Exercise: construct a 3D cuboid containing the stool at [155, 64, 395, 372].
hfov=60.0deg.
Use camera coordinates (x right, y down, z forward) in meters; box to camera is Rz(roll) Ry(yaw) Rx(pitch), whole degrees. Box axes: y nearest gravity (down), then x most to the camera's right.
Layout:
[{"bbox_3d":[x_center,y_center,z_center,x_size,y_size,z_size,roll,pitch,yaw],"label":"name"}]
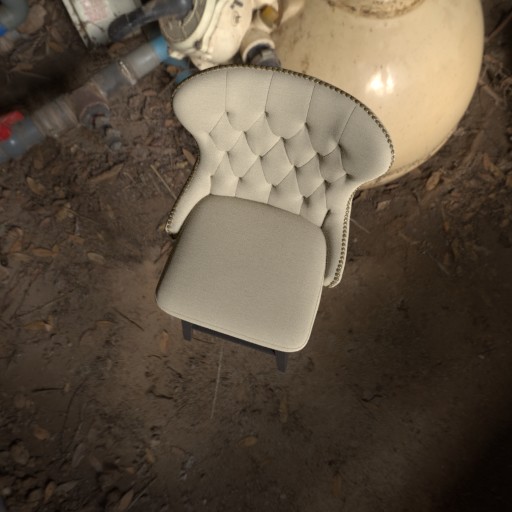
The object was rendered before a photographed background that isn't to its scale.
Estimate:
[{"bbox_3d":[0.000,0.000,1.415,0.528,1.066,0.605,17,76,5],"label":"stool"}]
